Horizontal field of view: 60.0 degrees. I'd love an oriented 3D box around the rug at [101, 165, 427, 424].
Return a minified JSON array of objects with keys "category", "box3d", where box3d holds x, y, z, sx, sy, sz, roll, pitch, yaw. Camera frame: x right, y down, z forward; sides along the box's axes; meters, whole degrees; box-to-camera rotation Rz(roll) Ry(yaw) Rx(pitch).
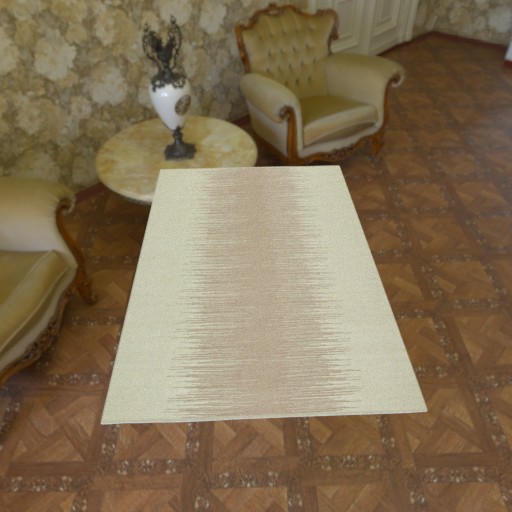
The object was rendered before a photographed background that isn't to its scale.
[{"category":"rug","box3d":[0.000,0.000,2.356,1.234,0.006,1.850,-2,41,-2]}]
